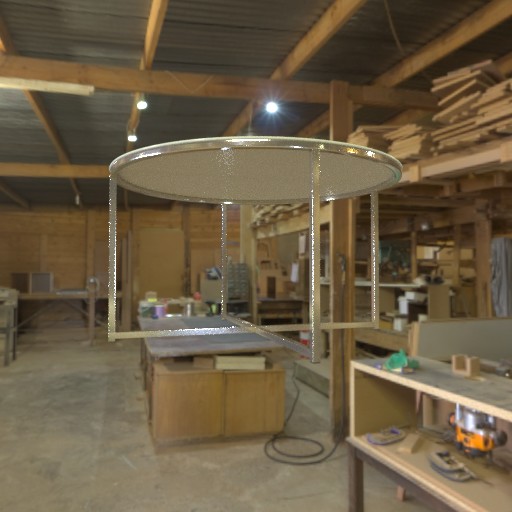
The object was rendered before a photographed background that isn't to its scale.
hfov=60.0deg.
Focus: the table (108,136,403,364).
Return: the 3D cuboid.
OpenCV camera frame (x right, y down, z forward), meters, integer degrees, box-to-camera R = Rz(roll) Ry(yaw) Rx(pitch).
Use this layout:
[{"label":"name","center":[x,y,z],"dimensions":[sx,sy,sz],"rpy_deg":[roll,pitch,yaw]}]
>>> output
[{"label":"table","center":[0.000,0.000,1.267],"dimensions":[0.800,0.450,0.800],"rpy_deg":[0,-2,0]}]
